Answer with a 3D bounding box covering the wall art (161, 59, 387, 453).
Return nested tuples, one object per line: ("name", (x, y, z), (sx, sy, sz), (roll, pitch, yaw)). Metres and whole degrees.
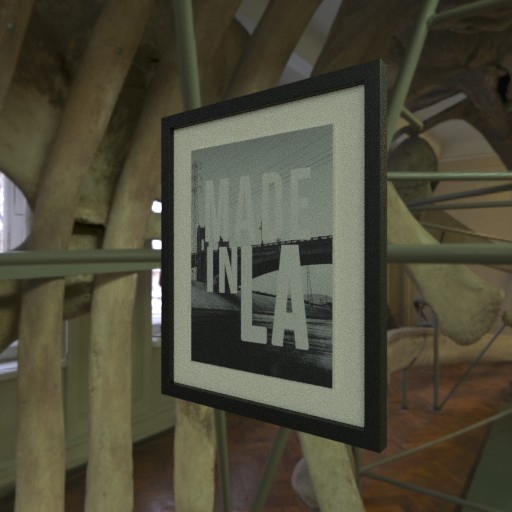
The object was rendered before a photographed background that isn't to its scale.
("wall art", (0.000, 0.000, 0.773), (0.457, 0.559, 0.028), (0, 0, 36))
